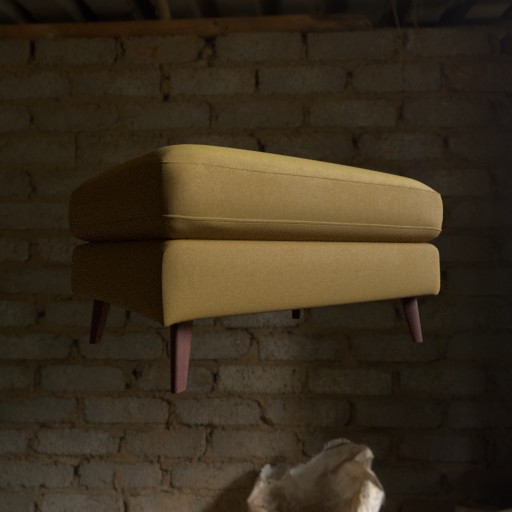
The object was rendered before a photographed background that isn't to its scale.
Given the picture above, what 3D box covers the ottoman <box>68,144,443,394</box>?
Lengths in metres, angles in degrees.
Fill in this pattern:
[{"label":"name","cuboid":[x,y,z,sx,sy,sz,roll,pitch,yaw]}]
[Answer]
[{"label":"ottoman","cuboid":[0.000,0.000,1.145,0.811,0.449,0.608,-1,1,-36]}]
